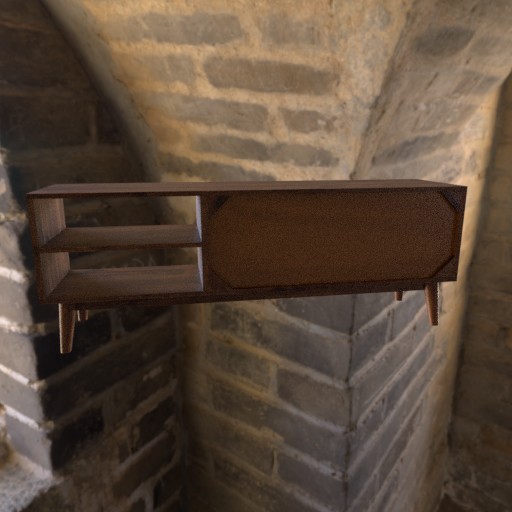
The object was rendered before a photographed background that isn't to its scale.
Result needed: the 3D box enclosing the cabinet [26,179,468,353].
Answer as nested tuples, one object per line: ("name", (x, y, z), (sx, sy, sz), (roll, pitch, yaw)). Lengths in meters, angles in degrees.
("cabinet", (0.000, 0.000, 1.667), (1.448, 0.528, 0.349), (-2, 14, -10))
